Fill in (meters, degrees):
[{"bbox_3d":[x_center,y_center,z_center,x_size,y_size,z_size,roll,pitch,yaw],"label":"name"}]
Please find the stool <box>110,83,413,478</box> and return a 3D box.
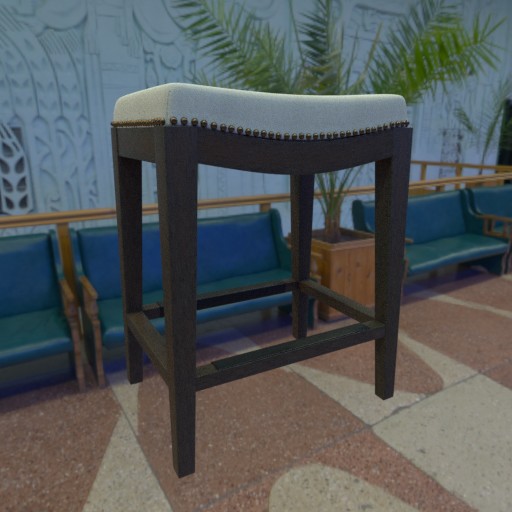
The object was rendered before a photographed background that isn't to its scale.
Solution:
[{"bbox_3d":[0.000,0.000,0.935,0.500,0.642,0.361,-9,18,-28],"label":"stool"}]
